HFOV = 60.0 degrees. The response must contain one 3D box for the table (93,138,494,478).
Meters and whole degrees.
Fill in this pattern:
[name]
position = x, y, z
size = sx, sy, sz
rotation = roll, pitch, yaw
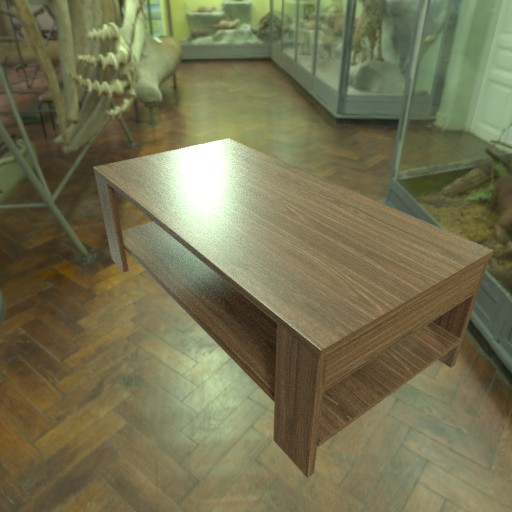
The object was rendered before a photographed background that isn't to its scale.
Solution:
[table]
position = 0.000, 0.000, 1.479
size = 0.600, 0.400, 1.200
rotation = -21, 37, -31
